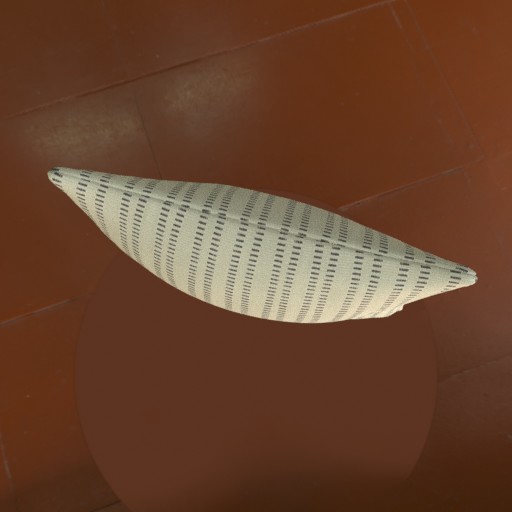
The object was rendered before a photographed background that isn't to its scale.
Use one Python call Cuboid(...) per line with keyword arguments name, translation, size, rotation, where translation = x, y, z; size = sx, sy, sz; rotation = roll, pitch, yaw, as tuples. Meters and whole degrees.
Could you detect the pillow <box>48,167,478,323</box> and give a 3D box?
Cuboid(name="pillow", translation=(0.000, 0.000, 0.792), size=(0.640, 0.353, 0.210), rotation=(14, 77, 3))
